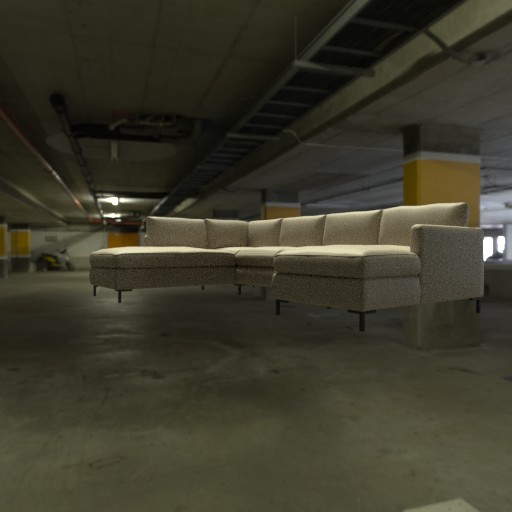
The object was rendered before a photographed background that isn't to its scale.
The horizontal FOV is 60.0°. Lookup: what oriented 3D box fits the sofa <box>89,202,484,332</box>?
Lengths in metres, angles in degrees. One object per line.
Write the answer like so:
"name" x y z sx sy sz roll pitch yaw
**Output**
"sofa" 0.000 0.000 3.524 1.879 0.756 2.737 0 1 -35
